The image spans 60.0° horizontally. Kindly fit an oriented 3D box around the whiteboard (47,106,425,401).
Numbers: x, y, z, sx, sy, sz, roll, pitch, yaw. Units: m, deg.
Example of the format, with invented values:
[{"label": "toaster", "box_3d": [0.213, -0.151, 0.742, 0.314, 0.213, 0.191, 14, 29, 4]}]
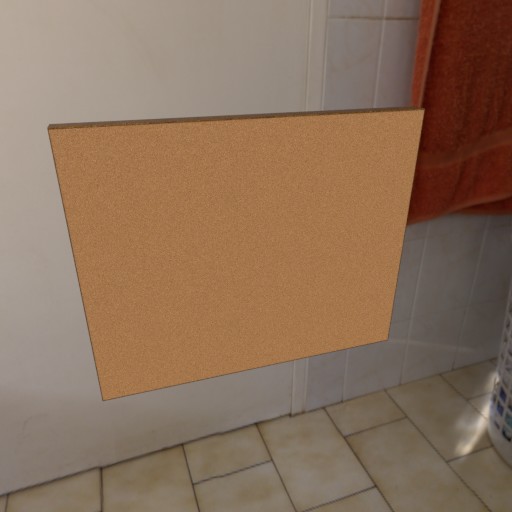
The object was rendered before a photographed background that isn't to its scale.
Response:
[{"label": "whiteboard", "box_3d": [0.000, 0.000, 0.748, 0.561, 0.457, 0.029, -8, 27, -16]}]
